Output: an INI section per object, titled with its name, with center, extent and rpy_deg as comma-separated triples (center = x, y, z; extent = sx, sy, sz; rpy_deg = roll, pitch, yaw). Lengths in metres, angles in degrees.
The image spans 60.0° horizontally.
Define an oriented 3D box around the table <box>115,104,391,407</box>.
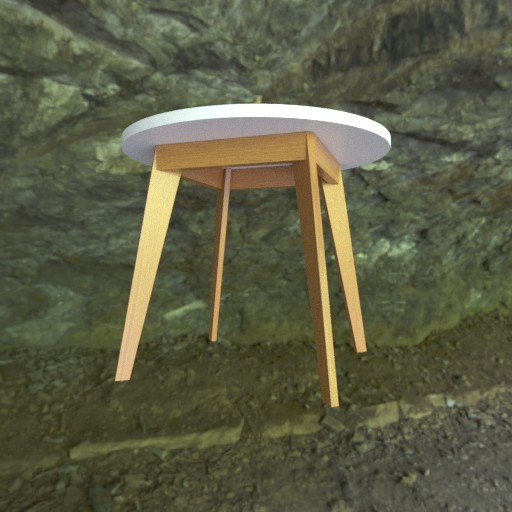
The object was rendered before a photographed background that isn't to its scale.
[table]
center = 0.000, 0.000, 1.546
extent = 0.896, 0.762, 0.896
rpy_deg = 0, 1, 0
